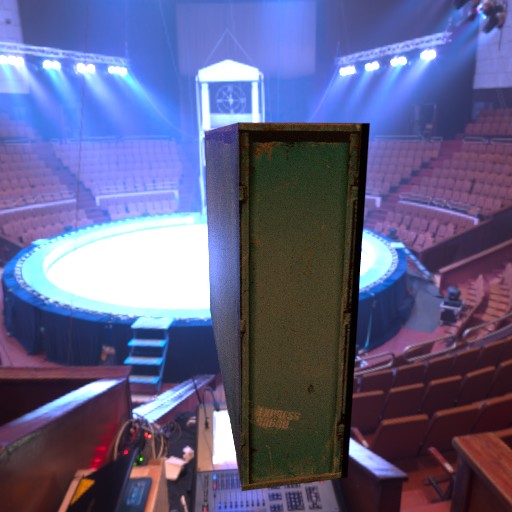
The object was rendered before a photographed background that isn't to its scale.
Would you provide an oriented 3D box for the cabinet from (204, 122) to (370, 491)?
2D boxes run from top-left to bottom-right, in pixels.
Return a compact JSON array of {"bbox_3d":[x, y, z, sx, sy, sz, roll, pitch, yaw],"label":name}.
[{"bbox_3d":[0.000,0.000,3.916,0.680,2.160,3.001,-2,15,-9],"label":"cabinet"}]
